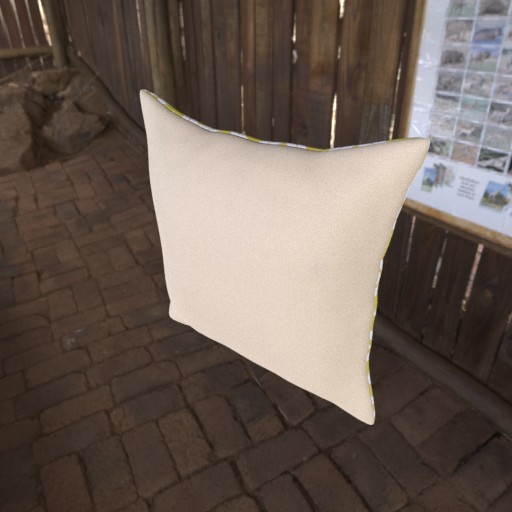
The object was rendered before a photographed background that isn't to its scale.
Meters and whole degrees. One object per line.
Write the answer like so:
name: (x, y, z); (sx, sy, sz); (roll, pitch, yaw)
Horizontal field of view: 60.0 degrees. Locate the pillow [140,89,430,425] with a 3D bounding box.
pillow: (0.000, 0.000, 0.765); (0.504, 0.494, 0.188); (21, 36, 31)
